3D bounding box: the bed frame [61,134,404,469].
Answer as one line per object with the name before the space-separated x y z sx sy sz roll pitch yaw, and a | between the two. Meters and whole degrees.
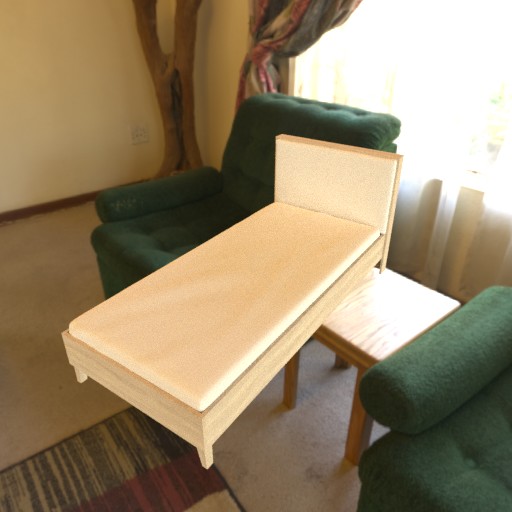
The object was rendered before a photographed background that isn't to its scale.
bed frame | 0.000 0.000 2.753 0.990 0.920 2.140 19 35 30
